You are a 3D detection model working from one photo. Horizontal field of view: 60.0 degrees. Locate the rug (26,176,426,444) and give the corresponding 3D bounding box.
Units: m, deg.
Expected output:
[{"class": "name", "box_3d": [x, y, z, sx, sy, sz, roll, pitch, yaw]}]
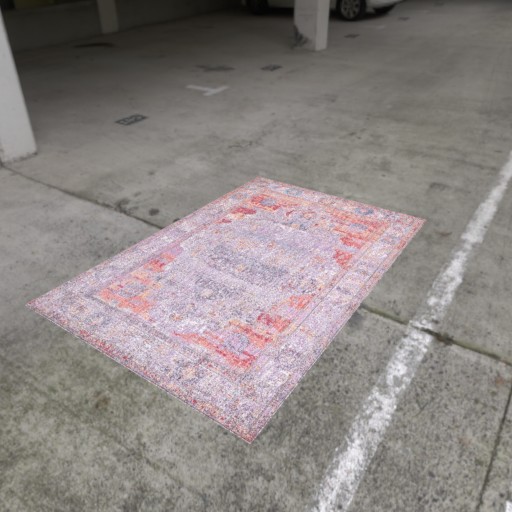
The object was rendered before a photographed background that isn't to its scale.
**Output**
[{"class": "rug", "box_3d": [0.000, 0.000, 2.304, 1.219, 0.005, 1.829, 20, 37, 29]}]
